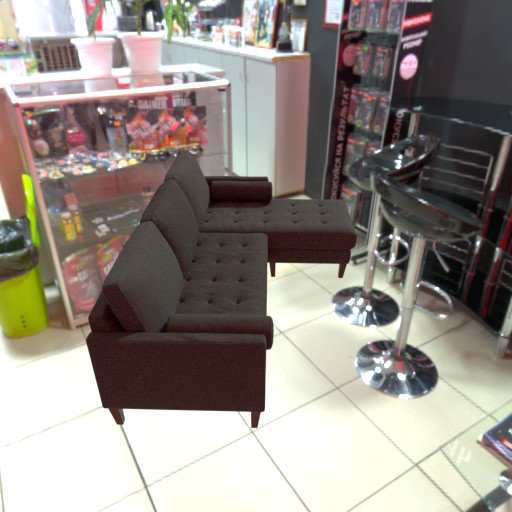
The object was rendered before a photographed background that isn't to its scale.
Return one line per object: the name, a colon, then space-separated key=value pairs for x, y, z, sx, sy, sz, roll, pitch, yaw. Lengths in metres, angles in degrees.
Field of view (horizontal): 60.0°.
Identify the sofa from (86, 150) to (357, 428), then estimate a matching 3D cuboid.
sofa: x=0.000 y=0.000 z=3.016 sx=1.506 sy=0.876 sz=2.178 roll=1 pitch=30 yaw=1
